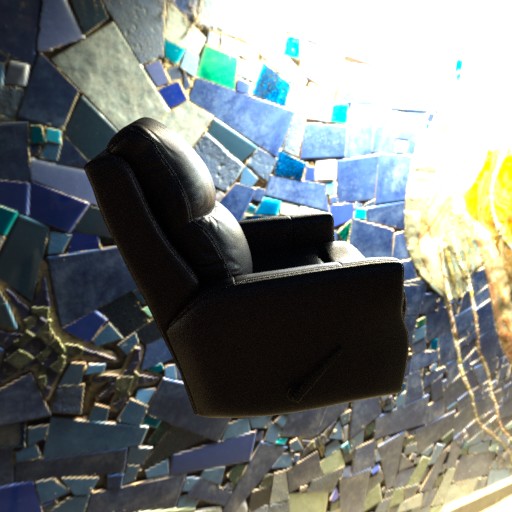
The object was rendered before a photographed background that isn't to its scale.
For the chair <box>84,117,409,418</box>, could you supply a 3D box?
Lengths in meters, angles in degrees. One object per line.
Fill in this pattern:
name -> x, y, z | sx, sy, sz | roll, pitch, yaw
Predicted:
chair -> 0.000, 0.000, 1.731 | 1.080, 1.030, 0.829 | -4, 20, -10
